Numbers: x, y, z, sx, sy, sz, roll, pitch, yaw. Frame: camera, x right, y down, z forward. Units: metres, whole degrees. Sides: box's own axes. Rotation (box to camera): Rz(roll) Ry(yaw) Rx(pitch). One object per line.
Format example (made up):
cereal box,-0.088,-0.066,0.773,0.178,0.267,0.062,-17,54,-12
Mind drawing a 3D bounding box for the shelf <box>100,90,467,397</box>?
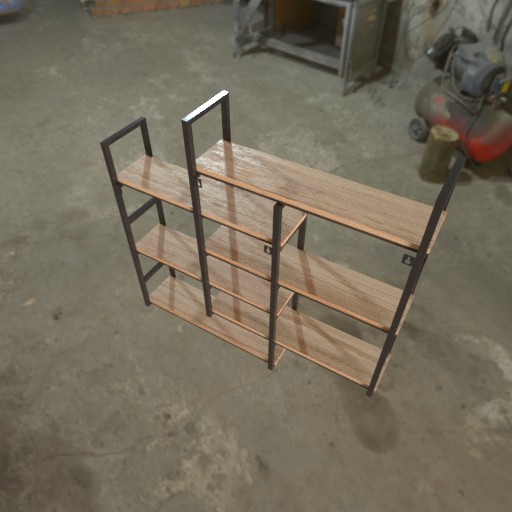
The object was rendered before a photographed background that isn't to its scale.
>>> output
shelf,0.000,0.000,1.384,0.946,0.921,0.183,23,49,21
